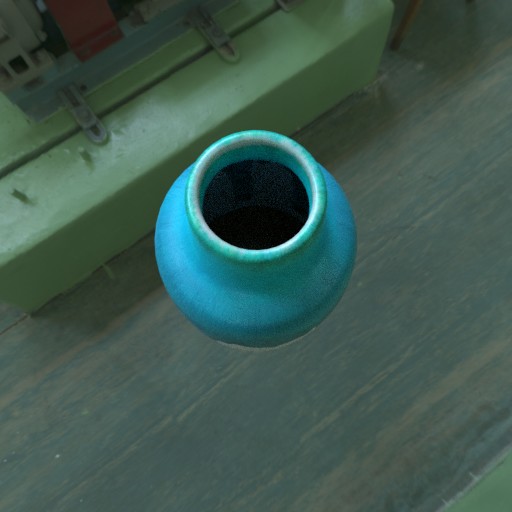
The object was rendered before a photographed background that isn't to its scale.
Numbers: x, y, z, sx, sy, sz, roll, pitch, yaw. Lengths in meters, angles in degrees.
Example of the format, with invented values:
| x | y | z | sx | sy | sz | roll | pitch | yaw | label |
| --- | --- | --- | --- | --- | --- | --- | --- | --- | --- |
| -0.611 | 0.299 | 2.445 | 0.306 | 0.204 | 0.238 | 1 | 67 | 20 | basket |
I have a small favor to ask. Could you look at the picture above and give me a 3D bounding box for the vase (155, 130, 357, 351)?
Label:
| x | y | z | sx | sy | sz | roll | pitch | yaw | label |
| --- | --- | --- | --- | --- | --- | --- | --- | --- | --- |
| 0.000 | 0.000 | 0.255 | 0.106 | 0.192 | 0.106 | 0 | 76 | 0 | vase |
